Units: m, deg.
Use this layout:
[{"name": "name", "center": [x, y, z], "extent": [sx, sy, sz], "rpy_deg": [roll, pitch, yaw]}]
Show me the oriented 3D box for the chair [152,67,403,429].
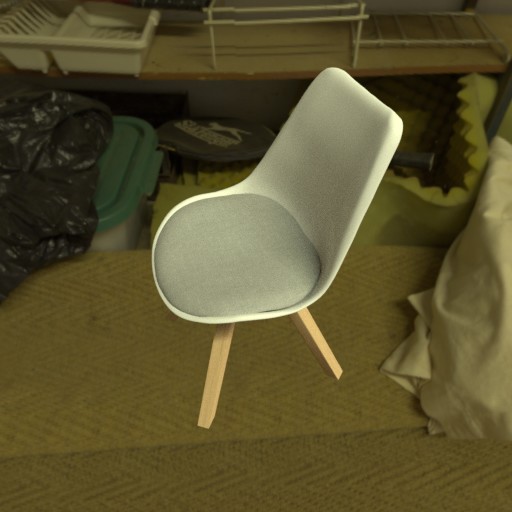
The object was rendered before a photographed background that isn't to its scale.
[{"name": "chair", "center": [0.000, 0.000, 1.199], "extent": [0.550, 0.850, 0.485], "rpy_deg": [-16, 48, -15]}]
